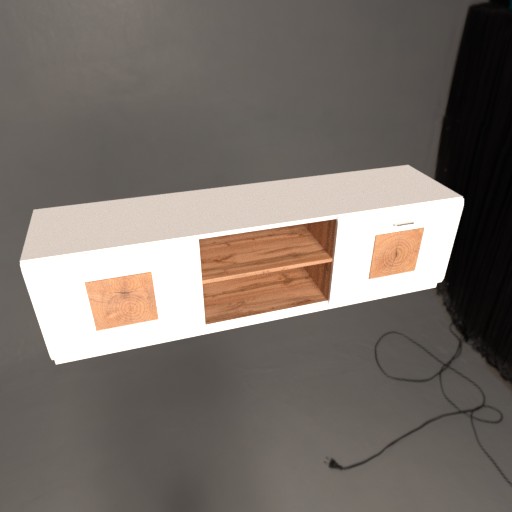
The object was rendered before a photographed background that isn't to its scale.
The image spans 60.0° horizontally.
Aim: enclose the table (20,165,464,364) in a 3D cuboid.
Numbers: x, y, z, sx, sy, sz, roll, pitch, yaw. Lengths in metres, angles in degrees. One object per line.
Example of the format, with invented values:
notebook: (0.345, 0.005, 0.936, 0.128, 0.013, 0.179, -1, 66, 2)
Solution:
table: (0.000, 0.000, 1.741, 1.550, 0.440, 0.400, -9, 33, -15)
